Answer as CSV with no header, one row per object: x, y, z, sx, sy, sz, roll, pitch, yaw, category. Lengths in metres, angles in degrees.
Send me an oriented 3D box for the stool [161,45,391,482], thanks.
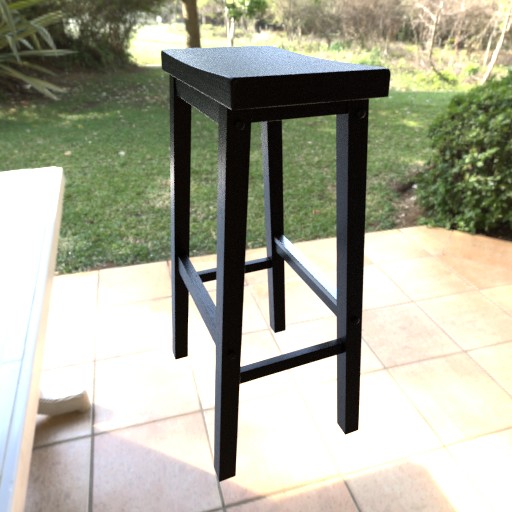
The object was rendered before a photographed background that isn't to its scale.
0.000,0.000,0.902,0.322,0.742,0.406,-11,32,-19,stool
